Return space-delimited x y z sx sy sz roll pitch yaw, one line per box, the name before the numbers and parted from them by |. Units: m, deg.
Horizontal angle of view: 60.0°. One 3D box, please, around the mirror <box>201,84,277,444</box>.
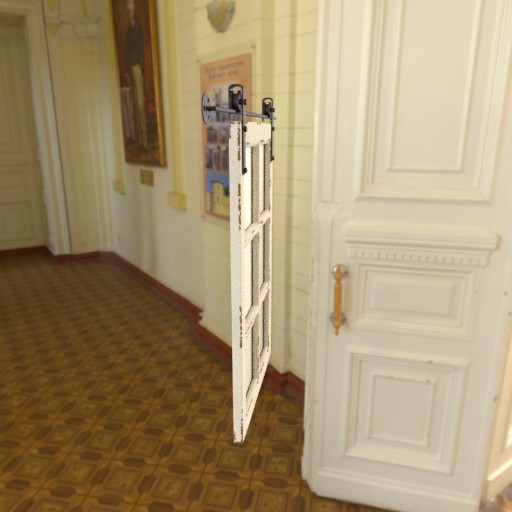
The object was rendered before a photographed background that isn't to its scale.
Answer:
mirror | 0.000 0.000 1.213 0.037 0.844 0.808 3 16 10
